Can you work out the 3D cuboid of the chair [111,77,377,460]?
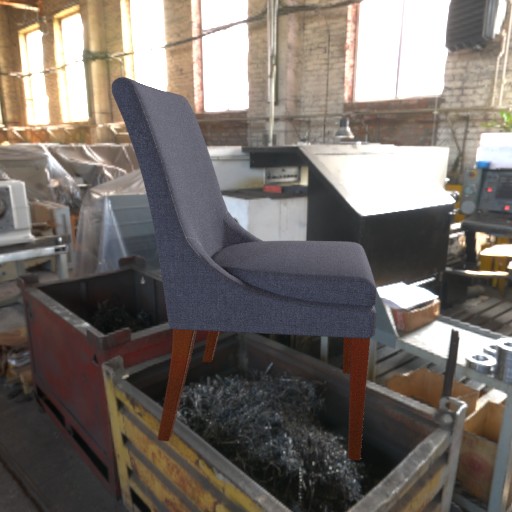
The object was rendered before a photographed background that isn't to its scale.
[{"bbox_3d":[0.000,0.000,1.313,0.655,0.952,0.508,2,14,9],"label":"chair"}]
